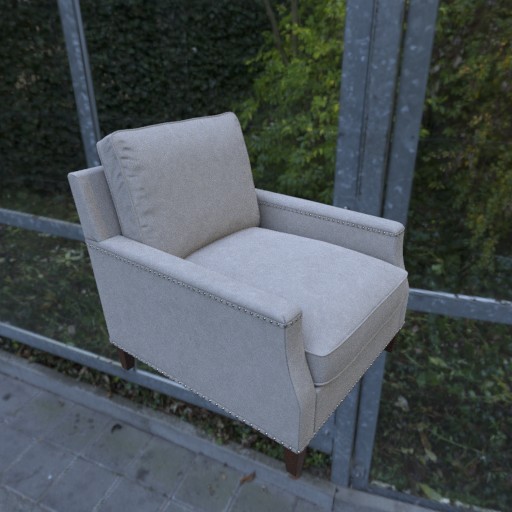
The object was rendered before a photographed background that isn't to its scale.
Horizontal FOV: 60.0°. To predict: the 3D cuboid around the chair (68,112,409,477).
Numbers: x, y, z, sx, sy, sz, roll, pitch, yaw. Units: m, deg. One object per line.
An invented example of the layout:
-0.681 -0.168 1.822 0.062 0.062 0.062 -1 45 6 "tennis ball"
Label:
0.000 0.000 1.701 1.014 0.943 0.853 18 31 33 "chair"
